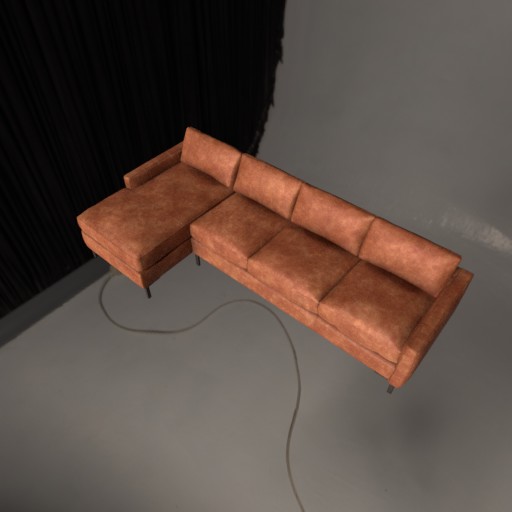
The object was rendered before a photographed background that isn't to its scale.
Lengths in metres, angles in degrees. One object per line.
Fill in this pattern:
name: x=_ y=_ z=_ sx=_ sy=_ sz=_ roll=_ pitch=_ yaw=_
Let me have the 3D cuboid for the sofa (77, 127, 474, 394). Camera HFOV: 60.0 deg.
sofa: x=0.000 y=0.000 z=3.696 sx=2.993 sy=0.859 sz=1.471 roll=31 pitch=54 yaw=26
